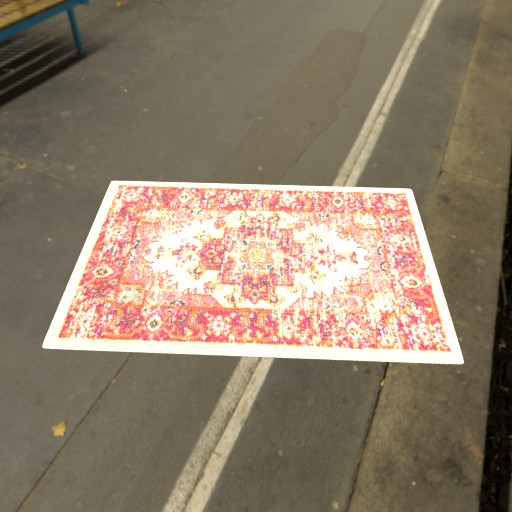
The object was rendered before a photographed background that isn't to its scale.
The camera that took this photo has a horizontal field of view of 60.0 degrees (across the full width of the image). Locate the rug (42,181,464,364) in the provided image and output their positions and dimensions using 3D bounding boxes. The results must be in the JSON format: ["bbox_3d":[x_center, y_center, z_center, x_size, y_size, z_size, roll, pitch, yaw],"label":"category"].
[{"bbox_3d":[0.000,0.000,1.094,0.868,0.004,0.556,2,48,2],"label":"rug"}]
